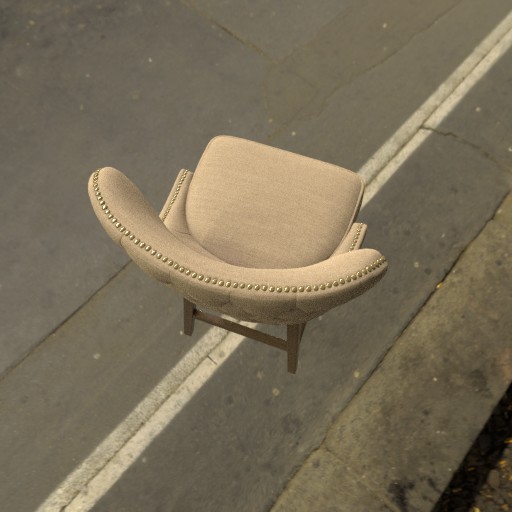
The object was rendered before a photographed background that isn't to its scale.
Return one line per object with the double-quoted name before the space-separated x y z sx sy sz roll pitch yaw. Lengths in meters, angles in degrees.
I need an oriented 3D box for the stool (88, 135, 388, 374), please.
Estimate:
"stool" 0.000 0.000 1.307 0.615 0.972 0.597 18 67 8
